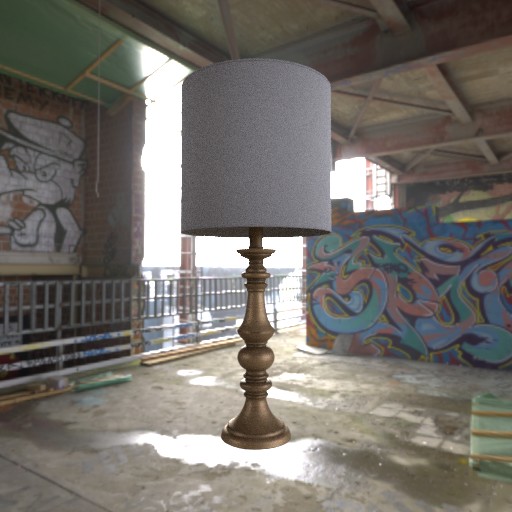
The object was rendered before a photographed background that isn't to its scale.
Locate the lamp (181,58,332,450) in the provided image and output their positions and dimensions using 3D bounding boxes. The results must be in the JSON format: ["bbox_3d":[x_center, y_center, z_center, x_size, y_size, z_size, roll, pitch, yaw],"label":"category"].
[{"bbox_3d":[0.000,0.000,0.744,0.250,0.597,0.250,1,-2,-35],"label":"lamp"}]
